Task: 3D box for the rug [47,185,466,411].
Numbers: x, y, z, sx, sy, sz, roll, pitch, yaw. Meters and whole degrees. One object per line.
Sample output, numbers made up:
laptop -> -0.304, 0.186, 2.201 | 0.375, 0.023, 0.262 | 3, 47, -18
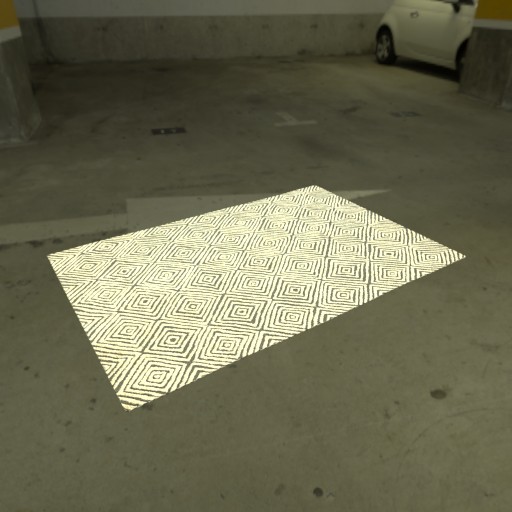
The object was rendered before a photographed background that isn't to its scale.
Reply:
rug -> 0.000, 0.000, 2.225 | 1.750, 0.004, 1.177 | -18, 35, -28
